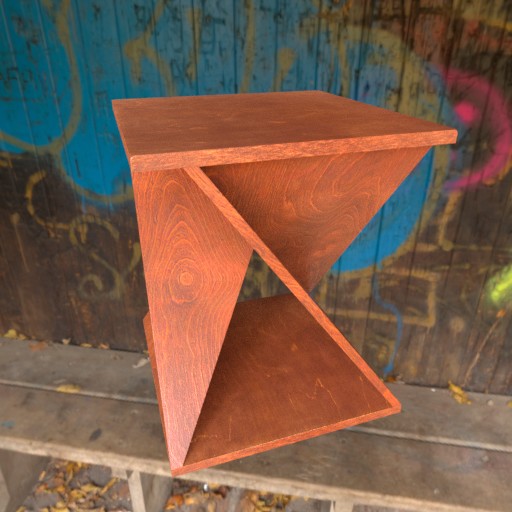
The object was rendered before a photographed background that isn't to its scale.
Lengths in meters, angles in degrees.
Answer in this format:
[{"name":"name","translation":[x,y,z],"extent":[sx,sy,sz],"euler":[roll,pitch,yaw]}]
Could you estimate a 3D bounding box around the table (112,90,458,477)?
[{"name":"table","translation":[0.000,0.000,0.831],"extent":[0.427,0.520,0.427],"euler":[-9,29,-16]}]
